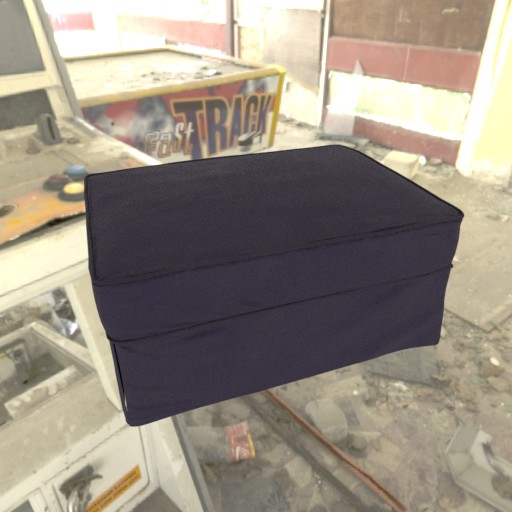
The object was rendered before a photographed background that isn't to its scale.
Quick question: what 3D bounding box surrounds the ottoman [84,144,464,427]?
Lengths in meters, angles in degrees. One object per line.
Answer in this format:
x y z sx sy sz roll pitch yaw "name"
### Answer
0.000 0.000 1.324 0.938 0.503 0.637 -11 33 -17 "ottoman"
